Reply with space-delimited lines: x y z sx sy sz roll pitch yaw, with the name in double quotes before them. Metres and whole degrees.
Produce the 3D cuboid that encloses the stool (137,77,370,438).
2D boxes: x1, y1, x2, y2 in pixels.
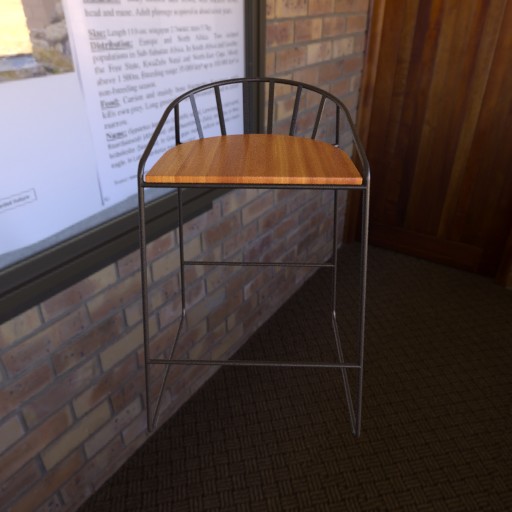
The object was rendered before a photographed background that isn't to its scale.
"stool" 0.000 0.000 1.159 0.546 0.812 0.521 1 30 1
